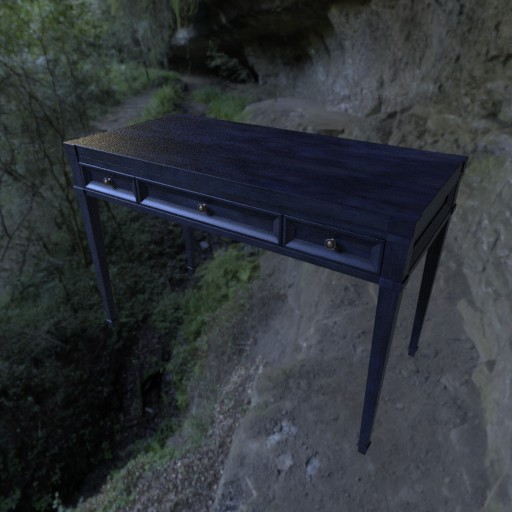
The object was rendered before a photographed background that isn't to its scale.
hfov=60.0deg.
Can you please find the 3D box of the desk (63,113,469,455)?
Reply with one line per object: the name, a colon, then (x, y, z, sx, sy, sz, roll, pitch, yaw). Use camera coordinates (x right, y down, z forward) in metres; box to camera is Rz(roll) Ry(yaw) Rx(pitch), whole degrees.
desk: (0.000, 0.000, 1.767, 1.289, 0.861, 0.630, 18, 34, 28)
